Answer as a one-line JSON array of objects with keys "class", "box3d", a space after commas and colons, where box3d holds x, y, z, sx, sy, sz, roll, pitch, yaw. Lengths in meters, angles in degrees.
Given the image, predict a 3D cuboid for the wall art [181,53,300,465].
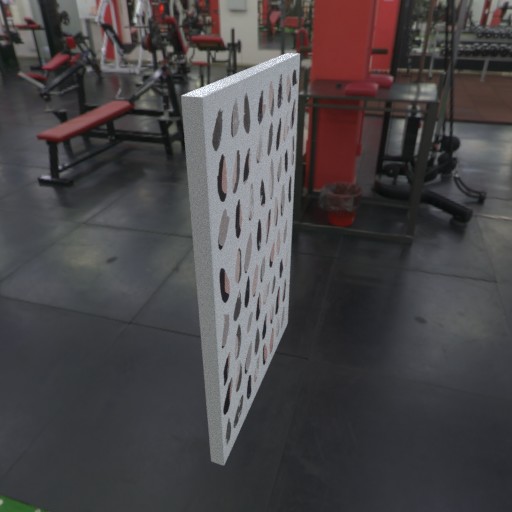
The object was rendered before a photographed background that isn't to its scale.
[{"class": "wall art", "box3d": [0.000, 0.000, 1.168, 0.037, 0.916, 0.610, 10, 32, 16]}]
